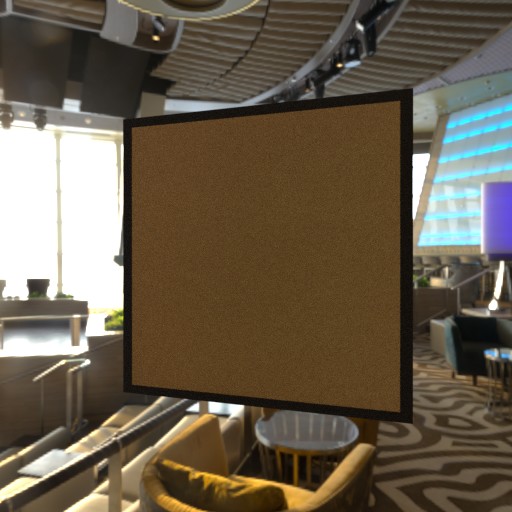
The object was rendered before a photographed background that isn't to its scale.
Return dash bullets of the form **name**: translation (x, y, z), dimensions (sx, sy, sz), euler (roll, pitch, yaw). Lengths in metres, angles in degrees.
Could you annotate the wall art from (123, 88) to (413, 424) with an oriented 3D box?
- **wall art**: translation (0.000, 0.000, 0.762), dimensions (0.508, 0.507, 0.033), euler (0, 0, 18)
